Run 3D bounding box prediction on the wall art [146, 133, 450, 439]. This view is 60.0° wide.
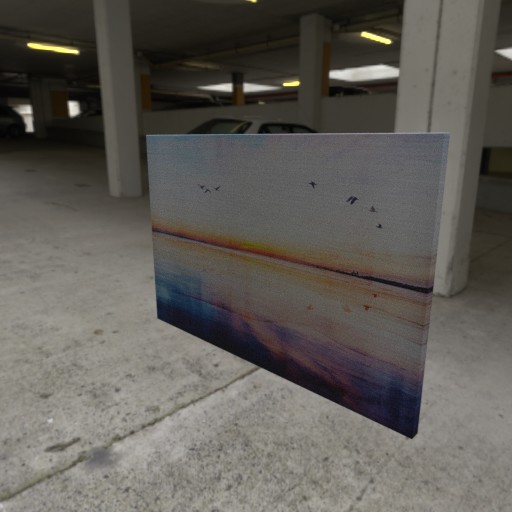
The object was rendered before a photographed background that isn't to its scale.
[{"bbox_3d":[0.000,0.000,0.759,0.604,0.402,0.018,14,20,42],"label":"wall art"}]
